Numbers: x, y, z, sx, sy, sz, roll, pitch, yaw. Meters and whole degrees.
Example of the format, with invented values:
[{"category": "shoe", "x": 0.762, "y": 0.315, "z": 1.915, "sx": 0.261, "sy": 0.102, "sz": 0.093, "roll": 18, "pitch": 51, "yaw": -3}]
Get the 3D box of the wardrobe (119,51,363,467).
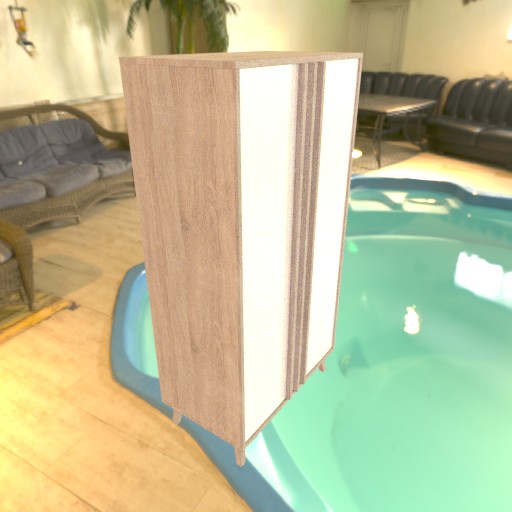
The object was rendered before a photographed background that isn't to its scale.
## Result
[{"category": "wardrobe", "x": 0.000, "y": 0.000, "z": 2.369, "sx": 0.600, "sy": 1.960, "sz": 1.000, "roll": 18, "pitch": 31, "yaw": 32}]
